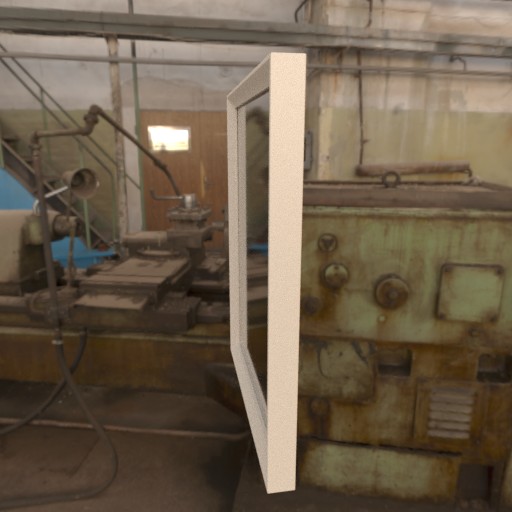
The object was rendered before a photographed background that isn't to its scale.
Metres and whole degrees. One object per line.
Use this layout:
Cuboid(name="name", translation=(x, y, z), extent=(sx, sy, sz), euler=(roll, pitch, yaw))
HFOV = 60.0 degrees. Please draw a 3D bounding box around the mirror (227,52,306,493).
Cuboid(name="mirror", translation=(0.000, 0.000, 0.687), extent=(0.041, 0.509, 0.406), euler=(-2, 14, -9))
